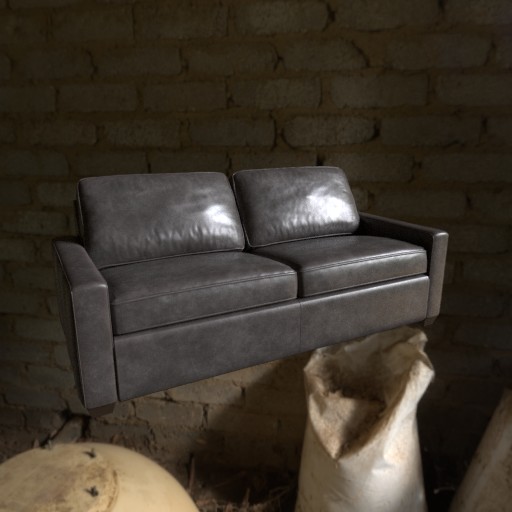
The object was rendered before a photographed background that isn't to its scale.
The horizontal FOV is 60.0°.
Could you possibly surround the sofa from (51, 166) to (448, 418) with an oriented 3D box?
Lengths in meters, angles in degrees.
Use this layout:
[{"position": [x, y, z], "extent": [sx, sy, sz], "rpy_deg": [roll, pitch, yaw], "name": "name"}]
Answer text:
[{"position": [0.000, 0.000, 2.524], "extent": [2.081, 0.916, 0.939], "rpy_deg": [-8, 18, -27], "name": "sofa"}]
